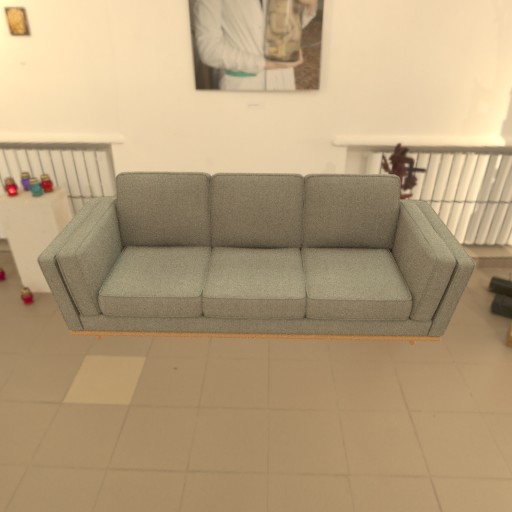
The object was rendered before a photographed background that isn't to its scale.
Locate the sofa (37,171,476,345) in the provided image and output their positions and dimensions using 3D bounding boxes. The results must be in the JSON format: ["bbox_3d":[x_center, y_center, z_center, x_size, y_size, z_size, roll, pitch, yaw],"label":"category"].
[{"bbox_3d":[0.000,0.000,2.846,2.362,0.899,0.903,1,30,1],"label":"sofa"}]
